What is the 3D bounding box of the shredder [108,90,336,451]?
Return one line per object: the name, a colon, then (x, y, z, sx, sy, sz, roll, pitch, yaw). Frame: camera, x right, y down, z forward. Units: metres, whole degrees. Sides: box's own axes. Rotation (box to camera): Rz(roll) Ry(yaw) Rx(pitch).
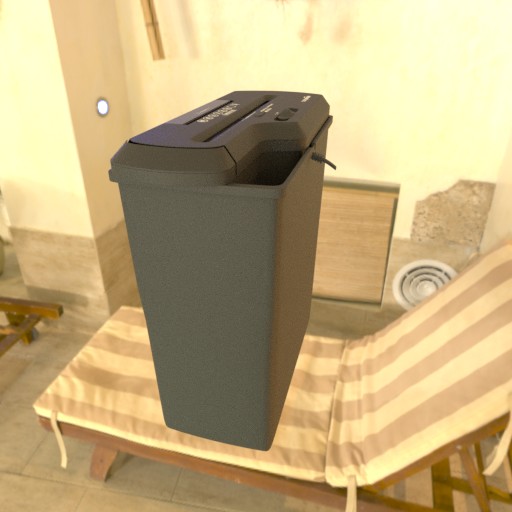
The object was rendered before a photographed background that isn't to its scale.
shredder: (0.000, 0.000, 0.520, 0.170, 0.335, 0.320, 8, 29, 14)
